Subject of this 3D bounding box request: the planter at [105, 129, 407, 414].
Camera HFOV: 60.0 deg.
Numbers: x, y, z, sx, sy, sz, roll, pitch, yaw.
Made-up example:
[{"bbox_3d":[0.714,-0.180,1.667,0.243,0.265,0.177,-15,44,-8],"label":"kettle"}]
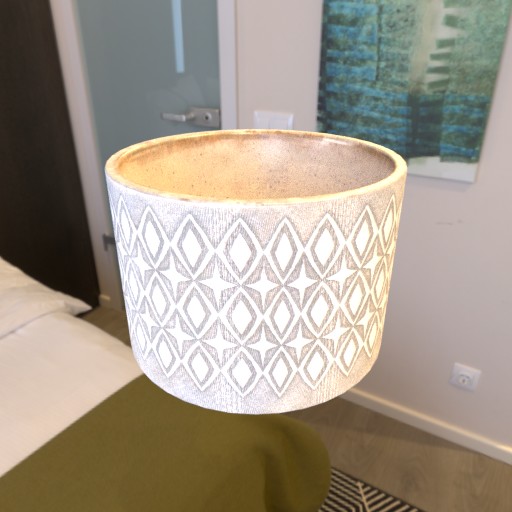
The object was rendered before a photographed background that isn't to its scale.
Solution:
[{"bbox_3d":[0.000,0.000,0.316,0.186,0.144,0.186,0,26,0],"label":"planter"}]
